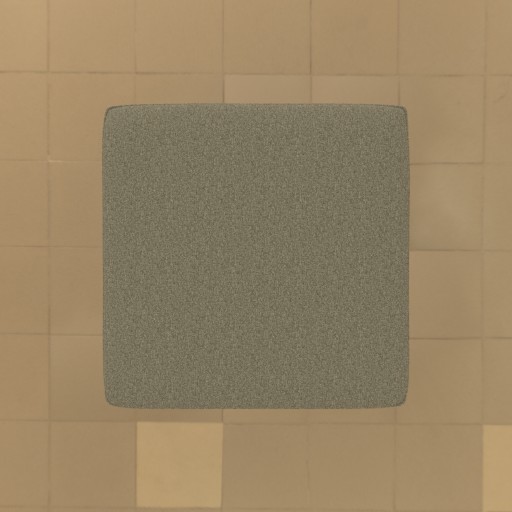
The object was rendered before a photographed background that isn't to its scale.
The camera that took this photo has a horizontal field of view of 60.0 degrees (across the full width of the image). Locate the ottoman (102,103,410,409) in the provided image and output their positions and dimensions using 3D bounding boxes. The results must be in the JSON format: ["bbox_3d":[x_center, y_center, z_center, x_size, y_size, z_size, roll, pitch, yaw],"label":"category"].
[{"bbox_3d":[0.000,0.000,1.625,1.015,0.464,1.005,0,91,0],"label":"ottoman"}]
